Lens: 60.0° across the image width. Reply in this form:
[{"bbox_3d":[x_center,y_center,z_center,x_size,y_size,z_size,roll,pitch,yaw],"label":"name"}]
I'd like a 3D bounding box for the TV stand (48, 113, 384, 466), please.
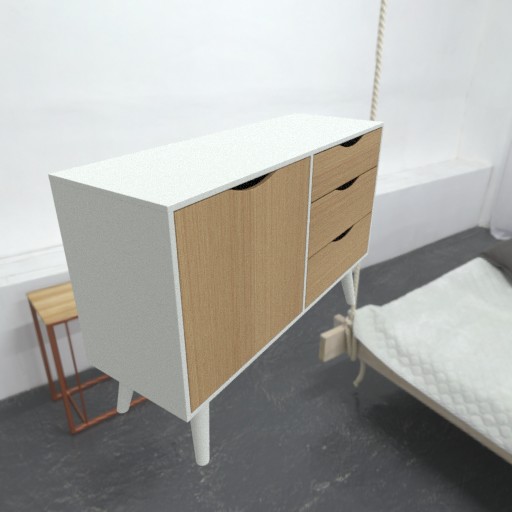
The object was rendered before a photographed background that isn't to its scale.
[{"bbox_3d":[0.000,0.000,1.595,0.406,0.812,1.193,17,31,31],"label":"TV stand"}]
